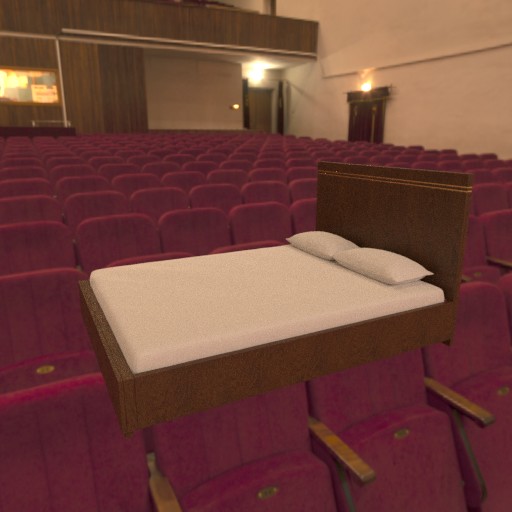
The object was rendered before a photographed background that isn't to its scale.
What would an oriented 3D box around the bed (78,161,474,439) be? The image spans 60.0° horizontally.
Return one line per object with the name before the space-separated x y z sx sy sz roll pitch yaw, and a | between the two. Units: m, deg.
bed | 0.000 0.000 3.104 2.221 1.169 1.613 -8 17 -26
